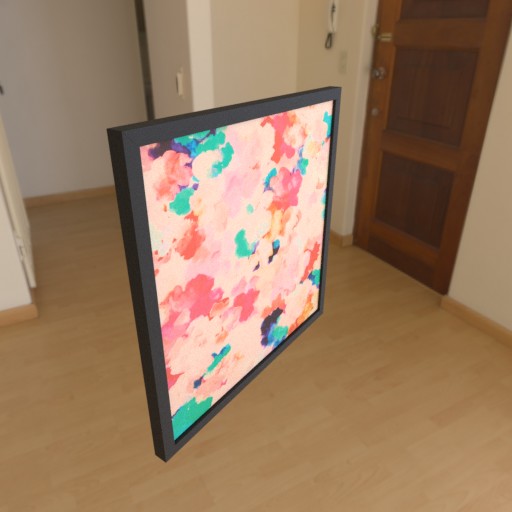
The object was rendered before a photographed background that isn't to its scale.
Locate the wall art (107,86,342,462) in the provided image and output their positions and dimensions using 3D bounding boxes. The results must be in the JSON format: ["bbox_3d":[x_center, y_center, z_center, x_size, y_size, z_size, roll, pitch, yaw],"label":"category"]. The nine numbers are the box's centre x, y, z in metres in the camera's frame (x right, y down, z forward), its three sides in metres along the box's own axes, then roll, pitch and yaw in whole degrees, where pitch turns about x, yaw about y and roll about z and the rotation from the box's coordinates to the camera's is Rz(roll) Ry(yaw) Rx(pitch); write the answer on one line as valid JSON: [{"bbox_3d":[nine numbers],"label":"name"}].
[{"bbox_3d":[0.000,0.000,0.460,0.015,0.304,0.306,18,32,32],"label":"wall art"}]
